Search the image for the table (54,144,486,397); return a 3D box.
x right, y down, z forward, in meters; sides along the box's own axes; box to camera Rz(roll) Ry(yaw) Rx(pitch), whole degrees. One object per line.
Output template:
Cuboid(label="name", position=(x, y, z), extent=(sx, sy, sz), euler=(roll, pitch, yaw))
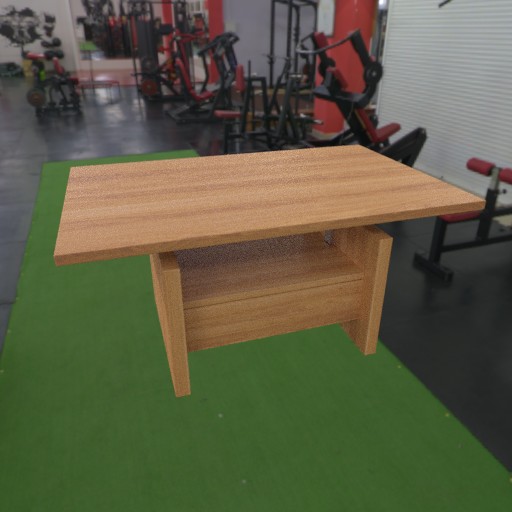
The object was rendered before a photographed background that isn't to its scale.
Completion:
Cuboid(label="table", position=(0.000, 0.000, 1.476), extent=(1.100, 0.510, 0.700), euler=(-8, 28, -16))
